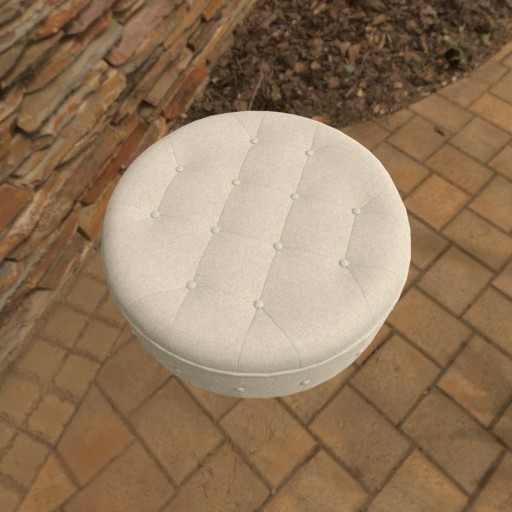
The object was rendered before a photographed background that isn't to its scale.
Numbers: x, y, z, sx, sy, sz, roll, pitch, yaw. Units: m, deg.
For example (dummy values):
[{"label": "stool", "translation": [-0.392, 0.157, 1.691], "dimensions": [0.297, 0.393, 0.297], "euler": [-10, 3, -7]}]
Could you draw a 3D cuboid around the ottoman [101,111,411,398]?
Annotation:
[{"label": "ottoman", "translation": [0.000, 0.000, 1.373], "dimensions": [0.850, 0.483, 0.850], "euler": [0, 58, 0]}]
